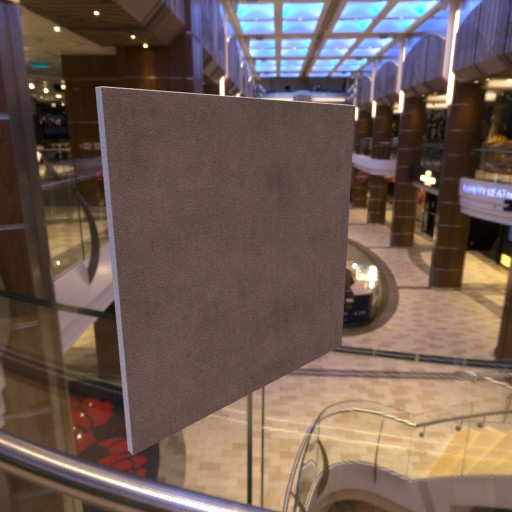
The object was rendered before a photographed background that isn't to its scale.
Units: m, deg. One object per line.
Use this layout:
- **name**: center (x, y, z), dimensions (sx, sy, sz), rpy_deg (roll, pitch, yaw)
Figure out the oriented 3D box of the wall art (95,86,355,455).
- **wall art**: center (0.000, 0.000, 0.985), dimensions (0.664, 0.661, 0.020), rpy_deg (-14, 21, -41)
